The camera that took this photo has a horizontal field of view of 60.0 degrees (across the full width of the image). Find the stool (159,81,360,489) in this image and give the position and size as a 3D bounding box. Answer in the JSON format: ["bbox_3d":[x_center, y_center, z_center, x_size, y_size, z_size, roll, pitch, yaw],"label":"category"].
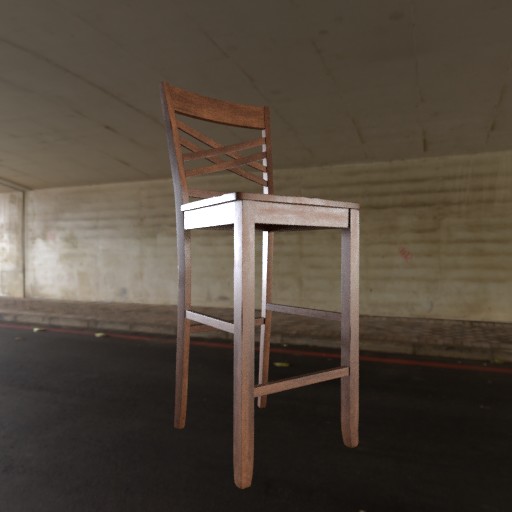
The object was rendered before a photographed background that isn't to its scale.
[{"bbox_3d":[0.000,0.000,1.358,0.433,1.105,0.487,0,1,-36],"label":"stool"}]
